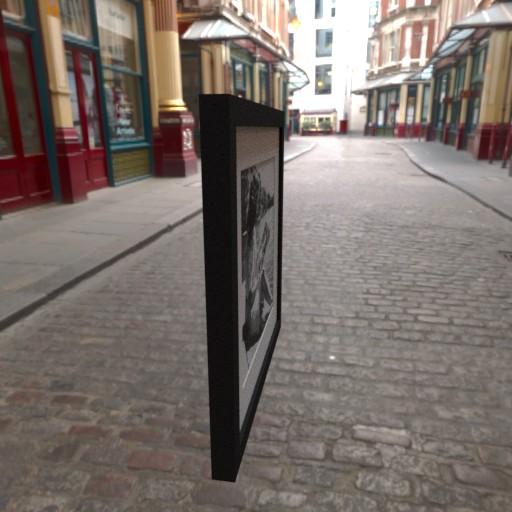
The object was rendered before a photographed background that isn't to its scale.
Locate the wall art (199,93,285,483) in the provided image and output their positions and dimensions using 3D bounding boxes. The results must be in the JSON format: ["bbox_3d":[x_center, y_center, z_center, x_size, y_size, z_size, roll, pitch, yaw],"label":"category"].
[{"bbox_3d":[0.000,0.000,0.712,0.030,0.458,0.462,3,16,10],"label":"wall art"}]
